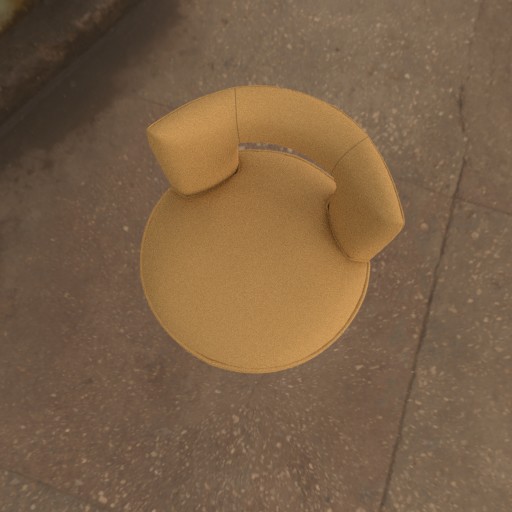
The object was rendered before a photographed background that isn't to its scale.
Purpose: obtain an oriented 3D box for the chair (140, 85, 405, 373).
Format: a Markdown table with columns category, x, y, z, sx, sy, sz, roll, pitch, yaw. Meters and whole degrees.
| category | x | y | z | sx | sy | sz | roll | pitch | yaw |
| --- | --- | --- | --- | --- | --- | --- | --- | --- | --- |
| chair | 0.000 | 0.000 | 1.291 | 0.650 | 0.723 | 0.665 | 21 | 75 | 6 |
